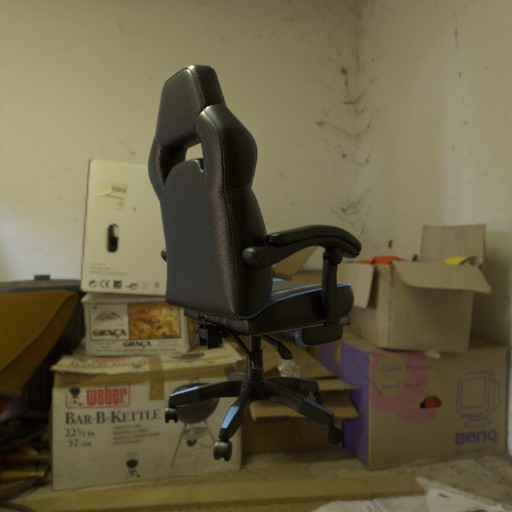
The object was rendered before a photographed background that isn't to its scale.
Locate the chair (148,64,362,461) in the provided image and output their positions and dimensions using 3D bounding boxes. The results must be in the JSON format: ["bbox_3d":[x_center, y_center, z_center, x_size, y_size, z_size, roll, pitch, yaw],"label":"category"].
[{"bbox_3d":[0.000,0.000,1.717,0.700,1.280,0.700,0,1,-36],"label":"chair"}]
